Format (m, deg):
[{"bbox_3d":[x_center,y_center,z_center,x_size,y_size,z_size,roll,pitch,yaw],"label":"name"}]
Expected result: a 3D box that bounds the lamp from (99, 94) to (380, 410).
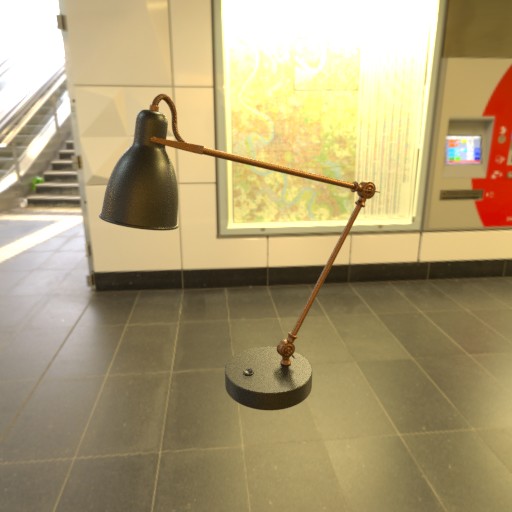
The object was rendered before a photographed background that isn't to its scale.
[{"bbox_3d":[0.000,0.000,0.862,0.561,0.587,0.187,-8,19,-24],"label":"lamp"}]
